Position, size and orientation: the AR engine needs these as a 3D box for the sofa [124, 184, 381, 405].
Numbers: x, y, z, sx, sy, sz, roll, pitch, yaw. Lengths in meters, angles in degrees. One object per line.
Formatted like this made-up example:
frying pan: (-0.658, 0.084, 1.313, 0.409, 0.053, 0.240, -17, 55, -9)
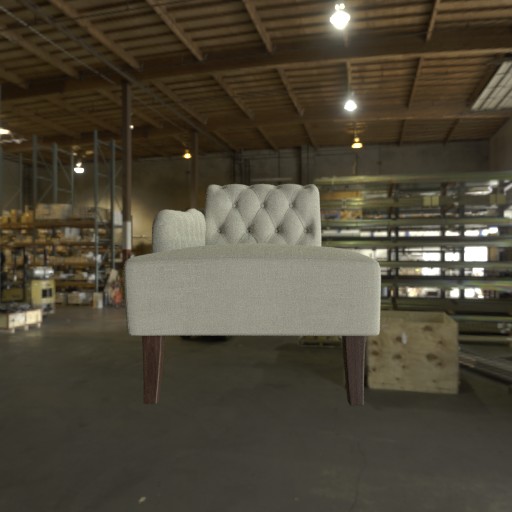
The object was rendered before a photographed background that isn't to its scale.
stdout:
sofa: (0.000, 0.000, 1.821, 0.675, 0.787, 1.379, 0, 0, 1)
